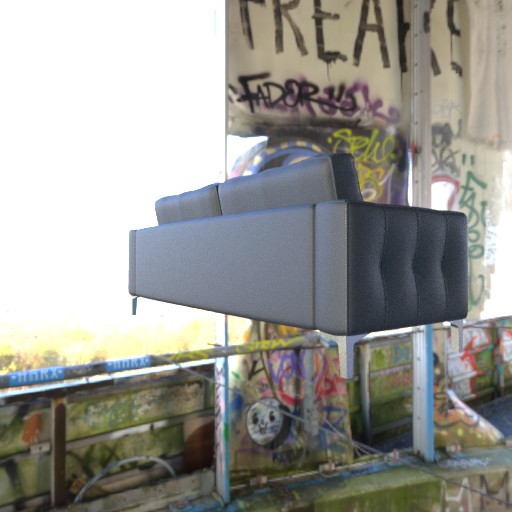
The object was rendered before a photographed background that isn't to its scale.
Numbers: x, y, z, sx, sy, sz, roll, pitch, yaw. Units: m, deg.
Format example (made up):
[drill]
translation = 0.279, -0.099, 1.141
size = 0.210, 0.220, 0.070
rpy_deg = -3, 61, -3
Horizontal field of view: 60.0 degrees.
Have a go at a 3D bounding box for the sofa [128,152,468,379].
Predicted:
[sofa]
translation = 0.000, 0.000, 2.711
size = 0.833, 0.893, 2.275
rpy_deg = 0, 0, -36
